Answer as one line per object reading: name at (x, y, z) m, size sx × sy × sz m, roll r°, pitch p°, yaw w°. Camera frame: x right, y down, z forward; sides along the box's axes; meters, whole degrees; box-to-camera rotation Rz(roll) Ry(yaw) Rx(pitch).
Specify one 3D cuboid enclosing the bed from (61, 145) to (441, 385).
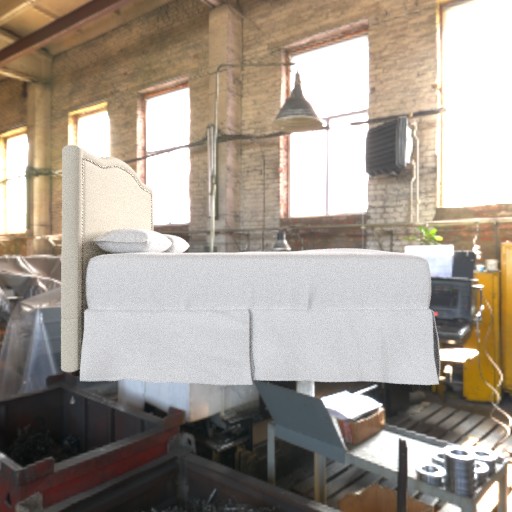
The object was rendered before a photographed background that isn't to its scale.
bed at (0.000, 0.000, 3.329) m, size 2.196 × 1.449 × 1.741 m, roll 0°, pitch 0°, yaw 2°
